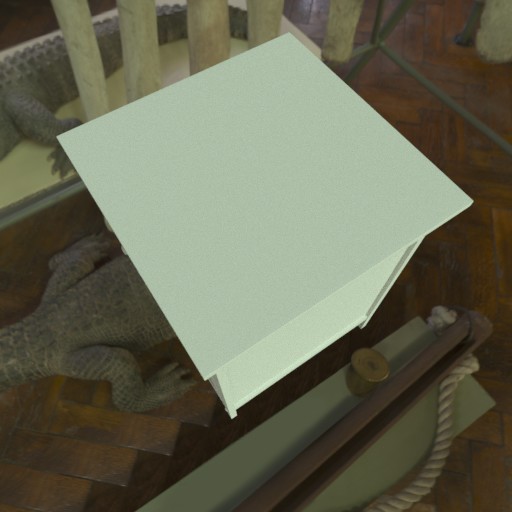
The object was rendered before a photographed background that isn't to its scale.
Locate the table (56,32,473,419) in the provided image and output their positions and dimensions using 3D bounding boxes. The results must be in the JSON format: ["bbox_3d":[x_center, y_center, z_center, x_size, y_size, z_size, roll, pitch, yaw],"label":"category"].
[{"bbox_3d":[0.000,0.000,0.774,0.381,0.483,0.381,-31,66,-15],"label":"table"}]
